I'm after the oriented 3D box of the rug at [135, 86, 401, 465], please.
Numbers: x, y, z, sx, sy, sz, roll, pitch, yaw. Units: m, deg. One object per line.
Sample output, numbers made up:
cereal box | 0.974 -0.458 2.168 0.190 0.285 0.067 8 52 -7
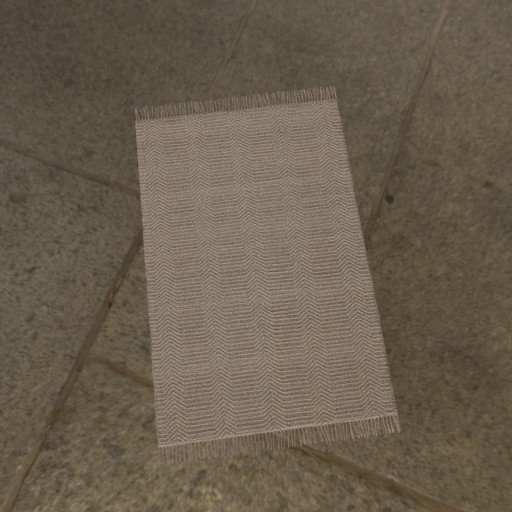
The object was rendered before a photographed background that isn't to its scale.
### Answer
rug | 0.000 0.000 3.063 1.528 0.034 2.523 -7 76 -2
